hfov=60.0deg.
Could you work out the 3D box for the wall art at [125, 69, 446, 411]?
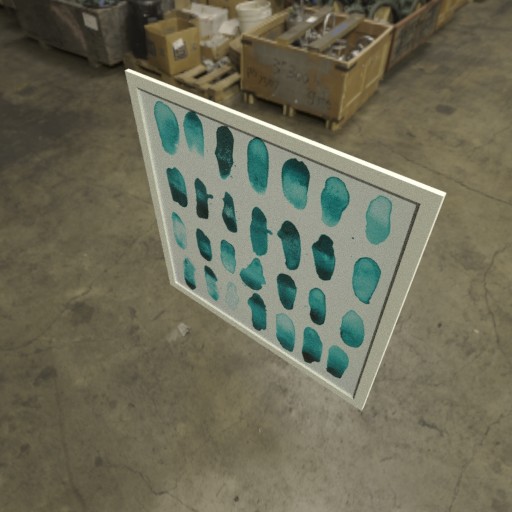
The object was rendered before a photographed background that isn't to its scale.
[{"bbox_3d":[0.000,0.000,1.217,0.812,0.813,0.013,29,53,25],"label":"wall art"}]
